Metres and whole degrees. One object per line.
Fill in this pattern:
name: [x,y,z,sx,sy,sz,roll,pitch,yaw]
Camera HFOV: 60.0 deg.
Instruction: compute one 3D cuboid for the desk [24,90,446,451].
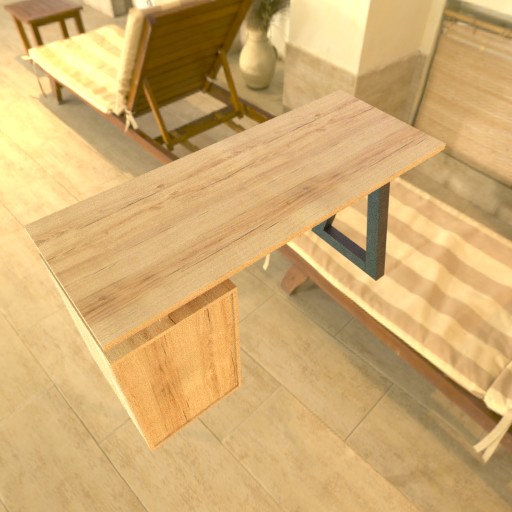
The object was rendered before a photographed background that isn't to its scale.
desk: [0.000,0.000,1.798,1.400,0.760,0.550,-31,54,-25]
